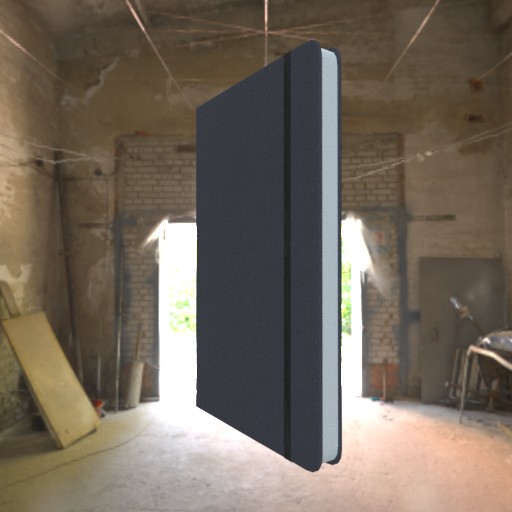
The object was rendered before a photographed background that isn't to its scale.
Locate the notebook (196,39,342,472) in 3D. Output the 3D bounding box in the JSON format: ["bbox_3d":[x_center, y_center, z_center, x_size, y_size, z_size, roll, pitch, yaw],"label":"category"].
[{"bbox_3d":[0.000,0.000,0.267,0.016,0.213,0.127,0,-1,-35],"label":"notebook"}]
